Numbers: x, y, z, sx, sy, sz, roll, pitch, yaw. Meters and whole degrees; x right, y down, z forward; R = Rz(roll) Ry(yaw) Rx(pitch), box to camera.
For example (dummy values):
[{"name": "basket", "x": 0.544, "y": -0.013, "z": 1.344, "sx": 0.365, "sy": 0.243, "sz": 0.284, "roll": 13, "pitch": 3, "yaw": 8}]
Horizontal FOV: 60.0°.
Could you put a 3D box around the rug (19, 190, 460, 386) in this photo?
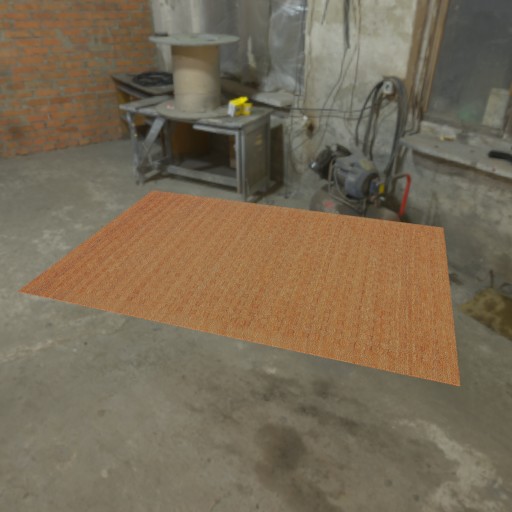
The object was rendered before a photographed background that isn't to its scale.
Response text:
[{"name": "rug", "x": 0.000, "y": 0.000, "z": 2.789, "sx": 2.285, "sy": 0.006, "sz": 1.524, "roll": 9, "pitch": 32, "yaw": 15}]
